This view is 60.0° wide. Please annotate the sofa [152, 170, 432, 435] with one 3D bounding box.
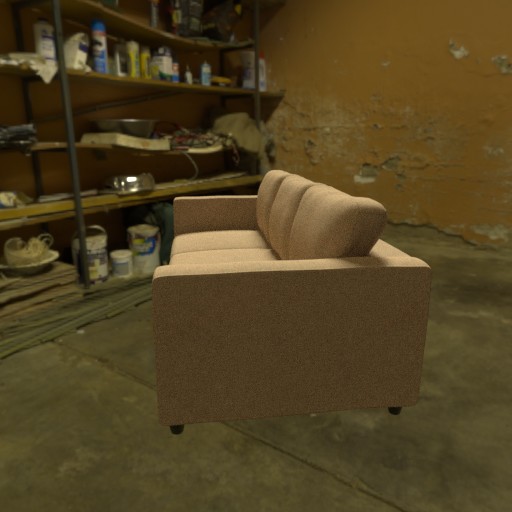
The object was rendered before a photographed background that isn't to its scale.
[{"bbox_3d":[0.000,0.000,2.329,0.930,0.800,1.855,-2,15,-8],"label":"sofa"}]
